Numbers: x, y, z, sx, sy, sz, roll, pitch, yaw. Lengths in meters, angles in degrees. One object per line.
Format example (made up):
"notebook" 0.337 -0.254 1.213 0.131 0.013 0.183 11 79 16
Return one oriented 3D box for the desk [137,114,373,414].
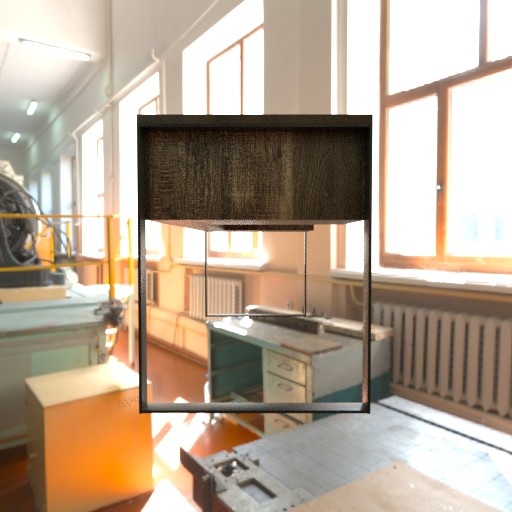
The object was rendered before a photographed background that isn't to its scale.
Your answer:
"desk" 0.000 0.000 1.888 0.599 0.762 1.524 0 2 0
